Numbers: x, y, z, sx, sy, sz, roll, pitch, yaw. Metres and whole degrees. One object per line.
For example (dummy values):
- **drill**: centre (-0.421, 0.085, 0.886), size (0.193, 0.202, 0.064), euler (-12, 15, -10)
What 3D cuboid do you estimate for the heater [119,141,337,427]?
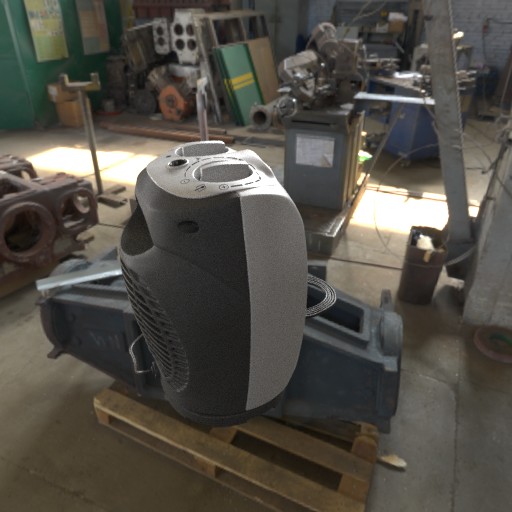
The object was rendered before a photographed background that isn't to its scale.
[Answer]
- **heater**: centre (0.000, 0.000, 0.478), size (0.291, 0.255, 0.239), euler (-11, 32, -18)
